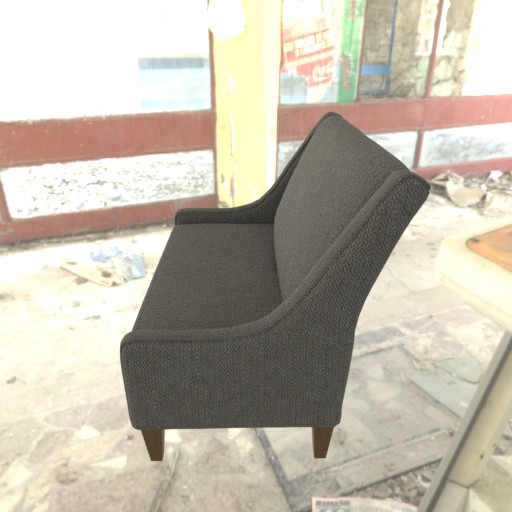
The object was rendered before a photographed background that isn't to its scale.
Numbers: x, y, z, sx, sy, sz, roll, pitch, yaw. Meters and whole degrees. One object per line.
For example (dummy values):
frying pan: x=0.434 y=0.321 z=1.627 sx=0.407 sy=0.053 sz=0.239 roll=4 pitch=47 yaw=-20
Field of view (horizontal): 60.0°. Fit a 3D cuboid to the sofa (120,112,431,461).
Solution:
sofa: x=0.000 y=0.000 z=1.858 sx=0.873 sy=1.022 sz=1.242 roll=0 pitch=25 yaw=-1
